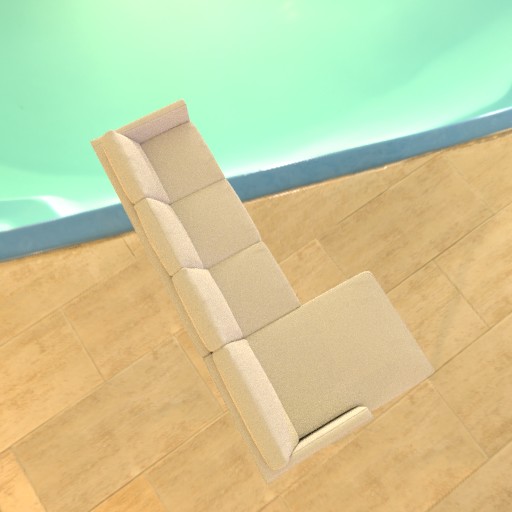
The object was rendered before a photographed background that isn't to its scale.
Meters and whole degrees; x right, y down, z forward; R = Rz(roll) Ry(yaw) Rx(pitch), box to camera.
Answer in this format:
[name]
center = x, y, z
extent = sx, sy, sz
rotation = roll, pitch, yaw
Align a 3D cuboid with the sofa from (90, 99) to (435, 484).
[sofa]
center = 0.000, 0.000, 3.893
extent = 1.625, 0.846, 3.186
rotation = -28, 76, -8
